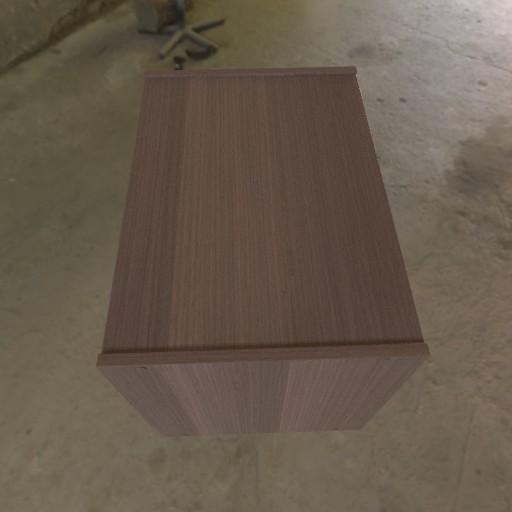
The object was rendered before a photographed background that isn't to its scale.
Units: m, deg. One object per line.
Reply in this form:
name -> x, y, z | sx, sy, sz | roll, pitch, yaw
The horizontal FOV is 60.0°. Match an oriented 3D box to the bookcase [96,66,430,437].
bookcase -> 0.000, 0.000, 0.624 | 0.290, 0.305, 0.415 | -2, 57, -1
